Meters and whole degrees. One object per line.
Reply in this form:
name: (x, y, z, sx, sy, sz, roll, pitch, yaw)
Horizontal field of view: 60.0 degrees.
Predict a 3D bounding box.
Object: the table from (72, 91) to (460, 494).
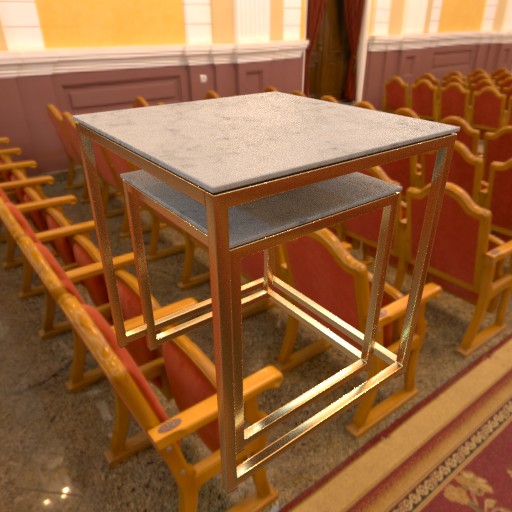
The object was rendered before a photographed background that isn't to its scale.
table: (0.000, 0.000, 0.840, 0.450, 0.500, 0.450, -20, 34, -32)
